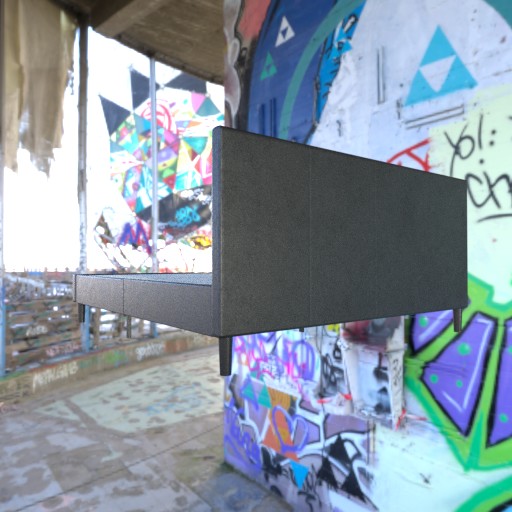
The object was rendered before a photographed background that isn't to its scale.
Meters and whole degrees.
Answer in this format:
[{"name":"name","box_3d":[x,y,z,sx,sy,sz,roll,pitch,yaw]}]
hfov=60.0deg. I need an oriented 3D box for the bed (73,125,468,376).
[{"name":"bed","box_3d":[0.000,0.000,3.278,2.018,1.046,2.152,1,-1,-37]}]
